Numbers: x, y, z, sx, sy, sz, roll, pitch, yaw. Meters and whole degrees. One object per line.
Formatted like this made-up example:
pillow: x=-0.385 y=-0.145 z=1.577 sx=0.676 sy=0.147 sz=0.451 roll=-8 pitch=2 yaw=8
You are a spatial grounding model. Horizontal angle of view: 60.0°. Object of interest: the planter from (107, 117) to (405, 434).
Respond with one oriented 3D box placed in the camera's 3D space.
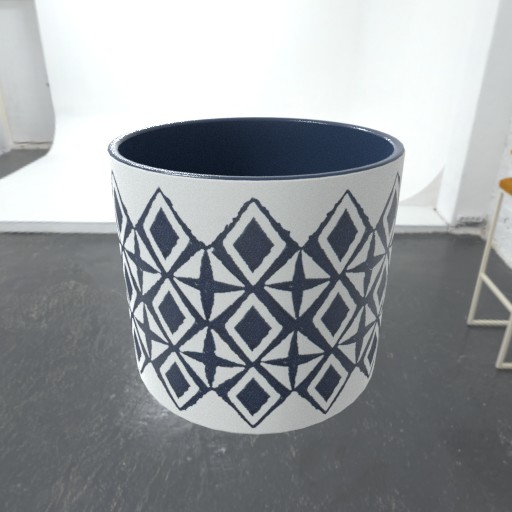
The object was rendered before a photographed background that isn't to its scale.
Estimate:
planter: x=0.000 y=0.000 z=0.315 sx=0.182 sy=0.165 sz=0.182 roll=0 pitch=26 yaw=0
